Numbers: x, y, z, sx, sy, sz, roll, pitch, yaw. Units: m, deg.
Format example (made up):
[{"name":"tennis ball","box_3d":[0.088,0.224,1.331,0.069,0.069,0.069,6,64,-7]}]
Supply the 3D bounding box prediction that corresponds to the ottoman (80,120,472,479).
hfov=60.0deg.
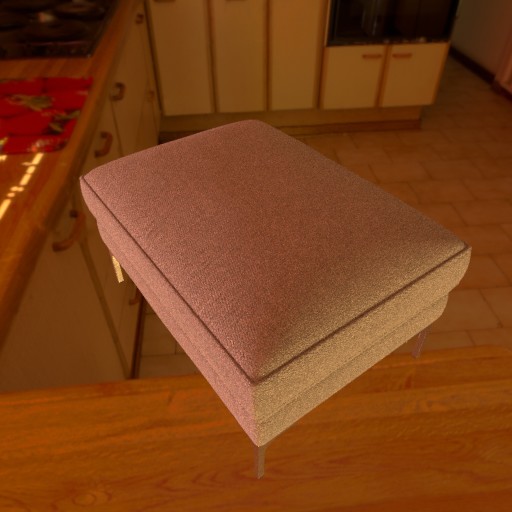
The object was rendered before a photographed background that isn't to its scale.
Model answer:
[{"name":"ottoman","box_3d":[0.000,0.000,1.140,0.583,0.464,0.785,-26,48,-26]}]
